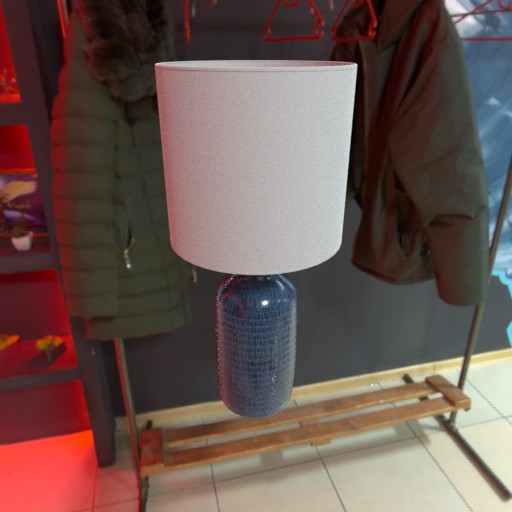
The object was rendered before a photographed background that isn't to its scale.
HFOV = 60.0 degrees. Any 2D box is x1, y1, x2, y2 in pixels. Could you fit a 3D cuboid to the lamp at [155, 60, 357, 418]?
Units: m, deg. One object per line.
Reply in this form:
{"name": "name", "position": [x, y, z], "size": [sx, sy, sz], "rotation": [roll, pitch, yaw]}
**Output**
{"name": "lamp", "position": [0.000, 0.000, 0.595], "size": [0.220, 0.475, 0.220], "rotation": [8, 26, 17]}
